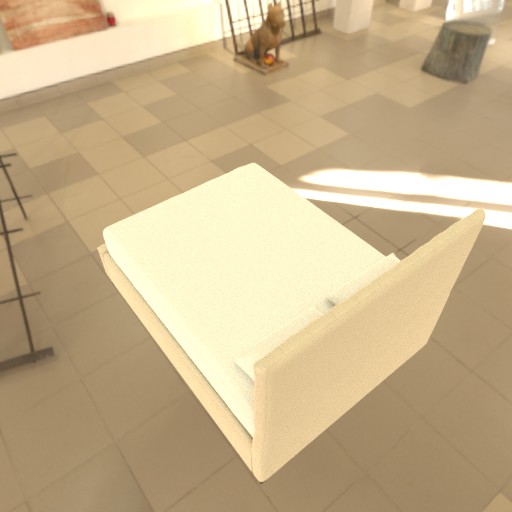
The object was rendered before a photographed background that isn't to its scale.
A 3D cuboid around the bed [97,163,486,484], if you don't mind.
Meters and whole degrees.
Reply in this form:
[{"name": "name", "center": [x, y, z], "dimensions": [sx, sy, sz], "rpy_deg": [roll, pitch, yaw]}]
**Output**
[{"name": "bed", "center": [0.000, 0.000, 3.293], "dimensions": [1.696, 1.426, 2.233], "rpy_deg": [-29, 52, -26]}]
